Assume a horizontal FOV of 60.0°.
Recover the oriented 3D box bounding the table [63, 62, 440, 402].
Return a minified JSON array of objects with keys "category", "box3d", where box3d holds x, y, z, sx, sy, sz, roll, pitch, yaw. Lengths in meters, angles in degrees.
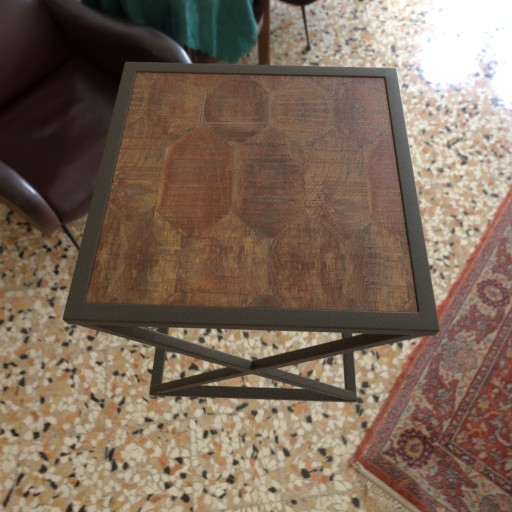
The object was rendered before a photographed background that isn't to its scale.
[{"category":"table","box3d":[0.000,0.000,0.950,0.500,0.565,0.500,2,63,1]}]
